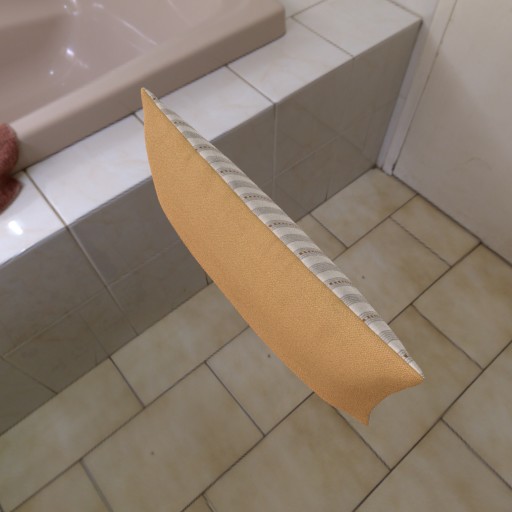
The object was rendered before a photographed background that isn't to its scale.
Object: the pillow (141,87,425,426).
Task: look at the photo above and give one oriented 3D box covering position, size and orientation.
[{"bbox_3d":[0.000,0.000,0.728,0.151,0.291,0.608,-33,64,-18],"label":"pillow"}]
